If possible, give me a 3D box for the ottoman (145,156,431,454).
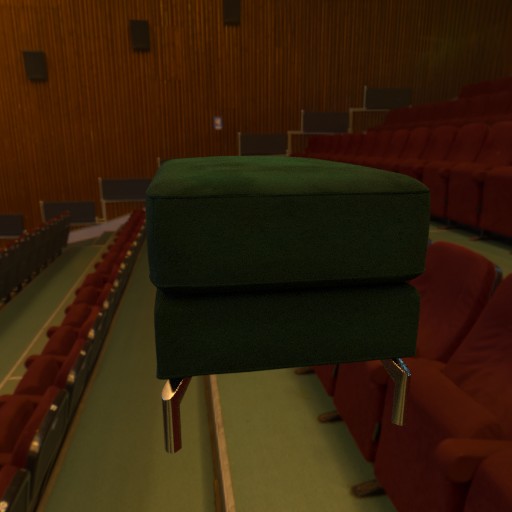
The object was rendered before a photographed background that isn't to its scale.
[{"bbox_3d":[0.000,0.000,1.235,0.536,0.533,0.886,-3,15,-10],"label":"ottoman"}]
